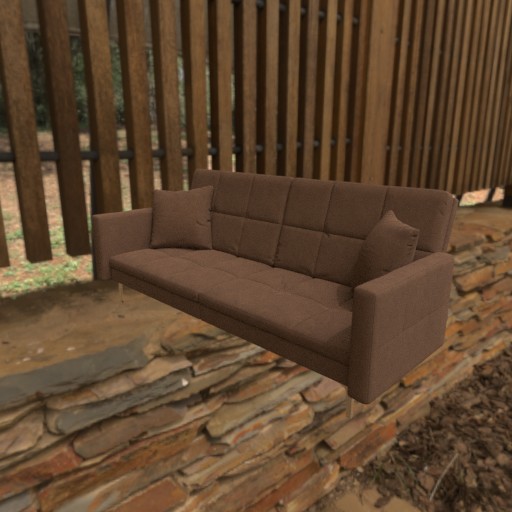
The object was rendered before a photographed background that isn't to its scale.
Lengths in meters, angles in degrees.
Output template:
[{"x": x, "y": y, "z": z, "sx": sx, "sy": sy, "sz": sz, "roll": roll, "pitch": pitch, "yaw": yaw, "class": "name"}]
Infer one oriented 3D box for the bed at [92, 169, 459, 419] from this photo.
[{"x": 0.000, "y": 0.000, "z": 2.344, "sx": 1.905, "sy": 0.787, "sz": 0.889, "roll": 15, "pitch": 21, "yaw": 42, "class": "bed"}]
